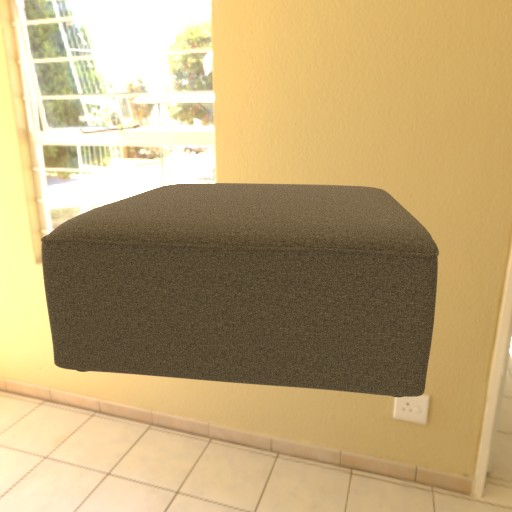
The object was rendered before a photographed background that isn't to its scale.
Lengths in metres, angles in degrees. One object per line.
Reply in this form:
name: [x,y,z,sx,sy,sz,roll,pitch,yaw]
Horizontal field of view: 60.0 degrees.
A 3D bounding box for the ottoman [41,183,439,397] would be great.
ottoman: [0.000,0.000,1.584,1.005,0.464,1.015,2,16,8]
